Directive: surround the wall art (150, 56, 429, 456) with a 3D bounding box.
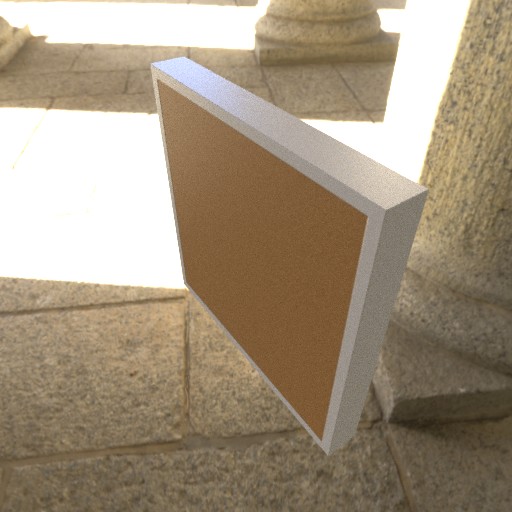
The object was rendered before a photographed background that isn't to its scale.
[{"bbox_3d":[0.000,0.000,0.451,0.038,0.305,0.305,-25,47,-26],"label":"wall art"}]
